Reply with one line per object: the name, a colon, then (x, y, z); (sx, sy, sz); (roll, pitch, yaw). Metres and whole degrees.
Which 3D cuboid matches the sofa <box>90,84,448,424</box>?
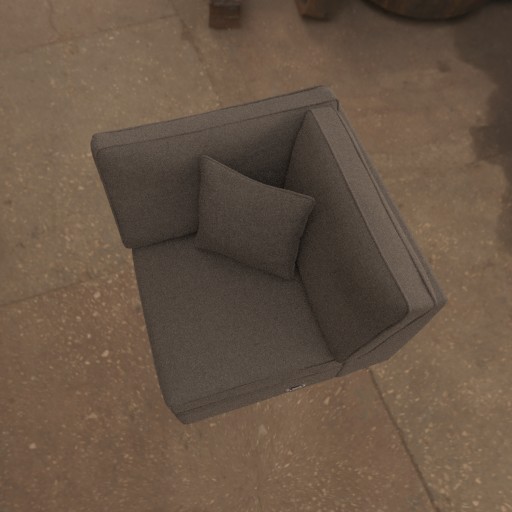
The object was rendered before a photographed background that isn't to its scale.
sofa: (0.000, 0.000, 1.970); (1.084, 1.002, 1.146); (-16, 63, -8)
